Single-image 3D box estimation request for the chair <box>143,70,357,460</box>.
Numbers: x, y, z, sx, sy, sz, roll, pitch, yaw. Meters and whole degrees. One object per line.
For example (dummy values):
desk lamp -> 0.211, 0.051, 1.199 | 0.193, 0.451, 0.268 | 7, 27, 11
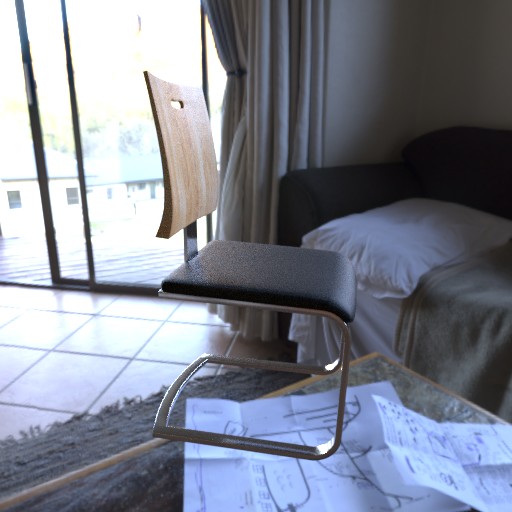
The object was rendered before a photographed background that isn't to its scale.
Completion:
chair -> 0.000, 0.000, 1.245 | 0.560, 0.936, 0.462 | 3, 17, 11
